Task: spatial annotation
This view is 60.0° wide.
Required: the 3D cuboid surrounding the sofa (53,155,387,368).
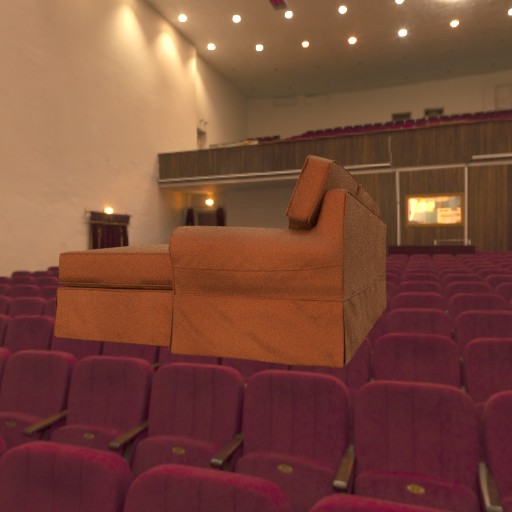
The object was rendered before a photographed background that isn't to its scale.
[{"bbox_3d":[0.000,0.000,3.339,1.733,0.978,2.475,0,0,21],"label":"sofa"}]
